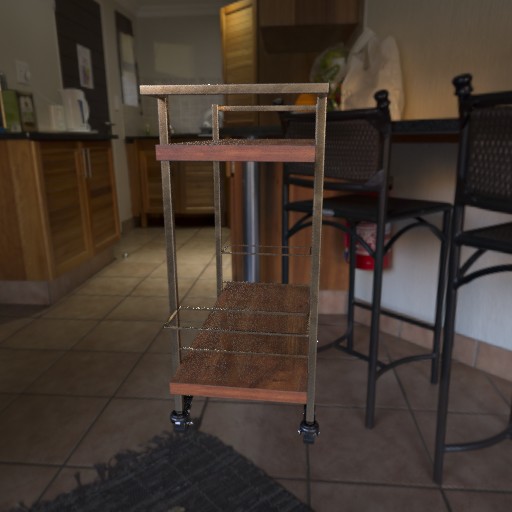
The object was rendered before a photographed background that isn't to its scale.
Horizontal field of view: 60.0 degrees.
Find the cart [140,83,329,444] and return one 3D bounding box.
[{"bbox_3d":[0.000,0.000,1.200,0.364,0.807,0.695,2,16,7],"label":"cart"}]
